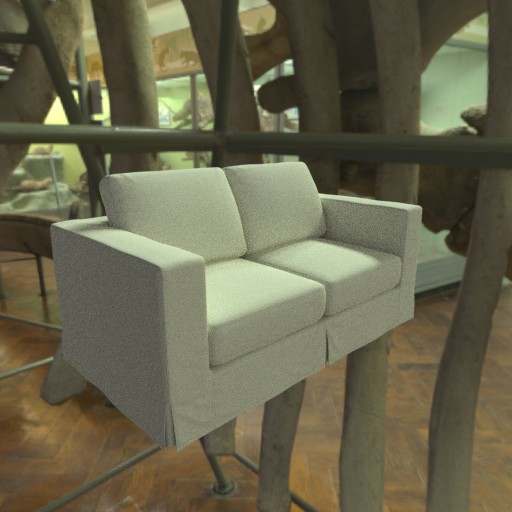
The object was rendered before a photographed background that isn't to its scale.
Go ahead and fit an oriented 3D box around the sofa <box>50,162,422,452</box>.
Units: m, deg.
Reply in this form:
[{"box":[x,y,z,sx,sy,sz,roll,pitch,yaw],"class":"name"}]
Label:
[{"box":[0.000,0.000,2.407,1.813,0.932,1.009,-14,21,-42],"class":"sofa"}]
